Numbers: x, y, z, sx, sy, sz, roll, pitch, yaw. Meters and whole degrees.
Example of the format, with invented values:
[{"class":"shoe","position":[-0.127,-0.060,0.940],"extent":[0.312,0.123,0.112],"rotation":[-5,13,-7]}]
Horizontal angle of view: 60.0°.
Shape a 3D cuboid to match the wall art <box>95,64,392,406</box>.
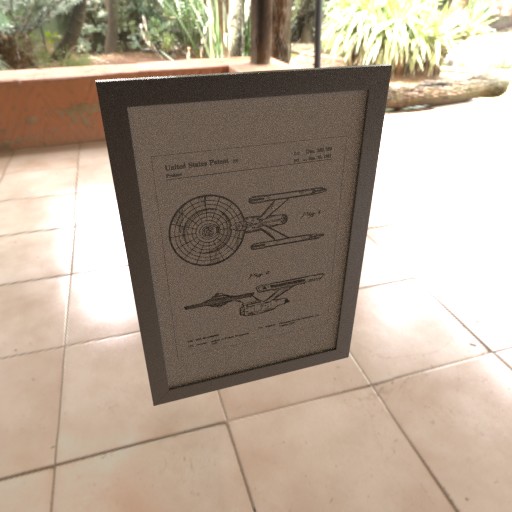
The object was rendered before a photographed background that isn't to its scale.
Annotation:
[{"class":"wall art","position":[0.000,0.000,0.681],"extent":[0.376,0.529,0.013],"rotation":[-10,33,-15]}]
